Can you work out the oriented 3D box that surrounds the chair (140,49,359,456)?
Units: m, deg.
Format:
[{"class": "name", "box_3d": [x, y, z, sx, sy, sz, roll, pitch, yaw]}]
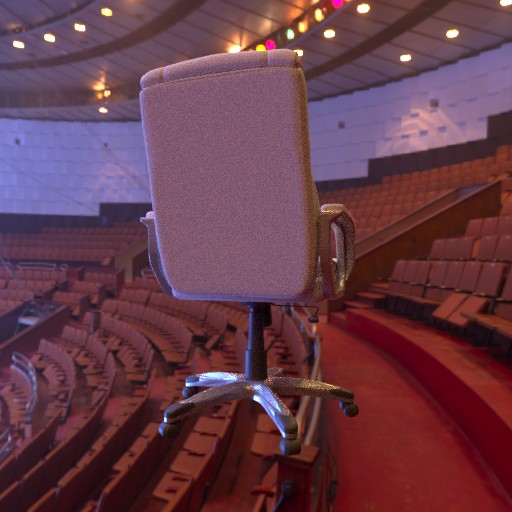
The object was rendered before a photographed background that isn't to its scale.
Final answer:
[{"class": "chair", "box_3d": [0.000, 0.000, 1.558, 0.687, 1.120, 0.738, 0, -1, 19]}]
